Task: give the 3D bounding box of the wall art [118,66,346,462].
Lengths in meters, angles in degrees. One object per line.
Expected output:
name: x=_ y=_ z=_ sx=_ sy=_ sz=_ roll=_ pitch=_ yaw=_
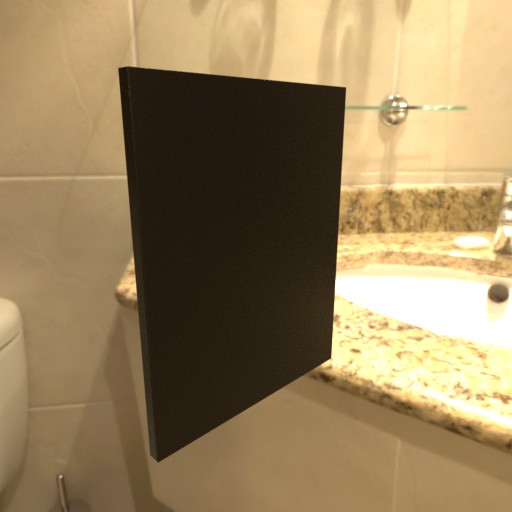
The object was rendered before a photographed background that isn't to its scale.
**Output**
wall art: x=0.000 y=0.000 z=1.607 sx=0.950 sy=1.194 sz=0.053 roll=-16 pitch=23 yaw=-42
